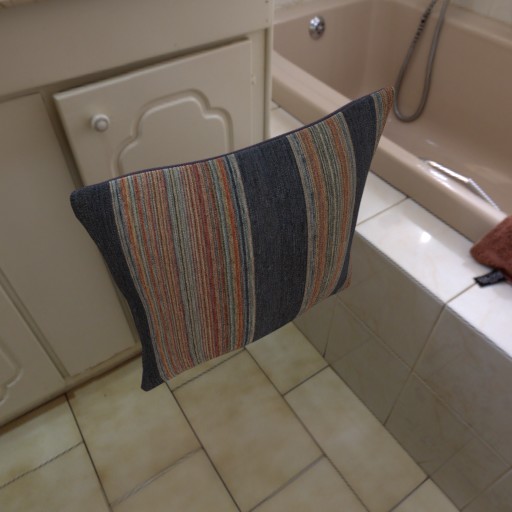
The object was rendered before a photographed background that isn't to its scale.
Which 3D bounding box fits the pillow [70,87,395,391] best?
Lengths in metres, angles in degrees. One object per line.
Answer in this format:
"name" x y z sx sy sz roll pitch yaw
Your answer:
"pillow" 0.000 0.000 0.657 0.437 0.419 0.136 -24 51 -21
